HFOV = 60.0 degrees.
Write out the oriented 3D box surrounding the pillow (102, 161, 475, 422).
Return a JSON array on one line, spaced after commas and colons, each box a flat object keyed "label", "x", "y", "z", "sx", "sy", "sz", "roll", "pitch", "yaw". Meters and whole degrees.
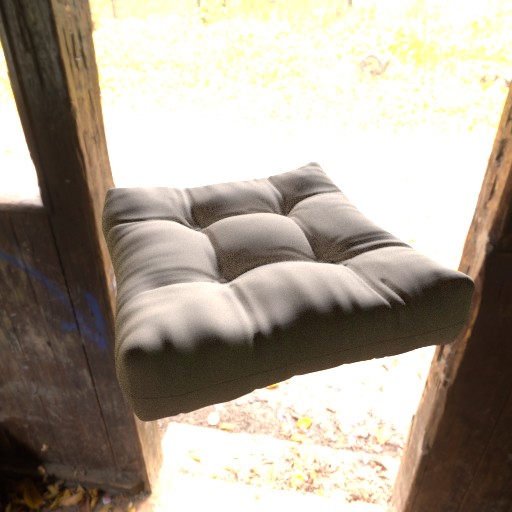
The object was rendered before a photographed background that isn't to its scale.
[{"label": "pillow", "x": 0.000, "y": 0.000, "z": 0.725, "sx": 0.468, "sy": 0.128, "sz": 0.490, "roll": -10, "pitch": 33, "yaw": -16}]
